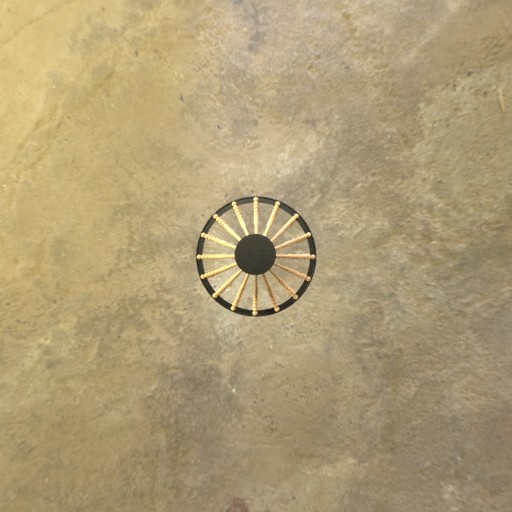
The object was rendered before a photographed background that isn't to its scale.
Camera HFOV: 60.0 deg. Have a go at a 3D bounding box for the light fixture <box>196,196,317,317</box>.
[{"bbox_3d":[0.000,0.000,1.403,0.450,1.133,0.450,0,90,0],"label":"light fixture"}]
